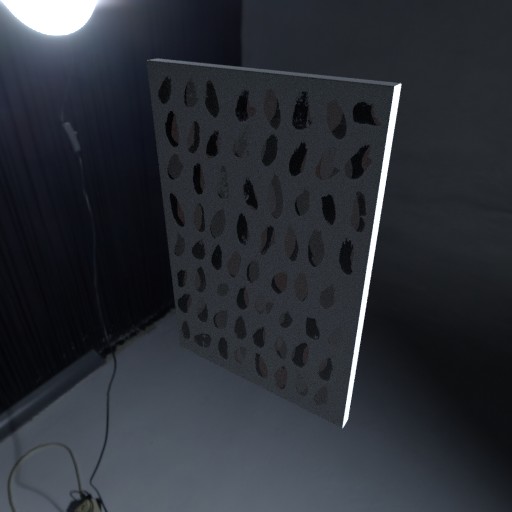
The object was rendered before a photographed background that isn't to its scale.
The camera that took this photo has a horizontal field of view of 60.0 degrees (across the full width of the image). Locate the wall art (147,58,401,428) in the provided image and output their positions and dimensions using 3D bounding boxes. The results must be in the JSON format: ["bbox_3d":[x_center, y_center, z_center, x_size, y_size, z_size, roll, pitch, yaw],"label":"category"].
[{"bbox_3d":[0.000,0.000,0.777,0.405,0.608,0.025,19,36,28],"label":"wall art"}]
